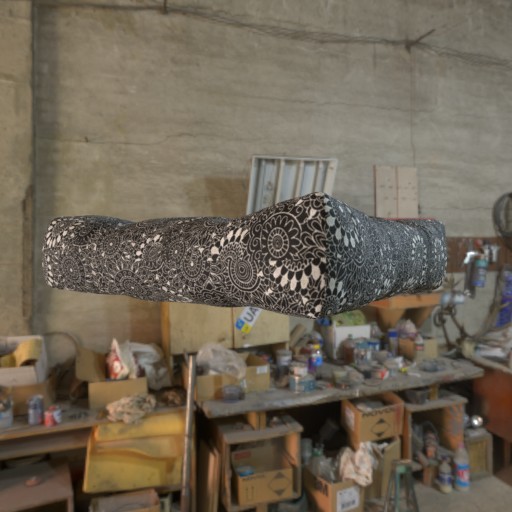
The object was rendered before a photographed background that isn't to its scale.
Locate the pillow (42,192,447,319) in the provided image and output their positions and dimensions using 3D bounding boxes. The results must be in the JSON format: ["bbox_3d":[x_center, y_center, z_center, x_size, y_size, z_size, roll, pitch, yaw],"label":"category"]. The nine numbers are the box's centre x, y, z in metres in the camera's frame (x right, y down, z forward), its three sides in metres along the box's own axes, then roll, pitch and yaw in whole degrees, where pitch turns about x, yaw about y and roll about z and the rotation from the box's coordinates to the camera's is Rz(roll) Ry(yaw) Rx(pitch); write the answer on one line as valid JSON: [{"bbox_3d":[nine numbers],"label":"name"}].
[{"bbox_3d":[0.000,0.000,0.708,0.490,0.128,0.468,0,1,35],"label":"pillow"}]
